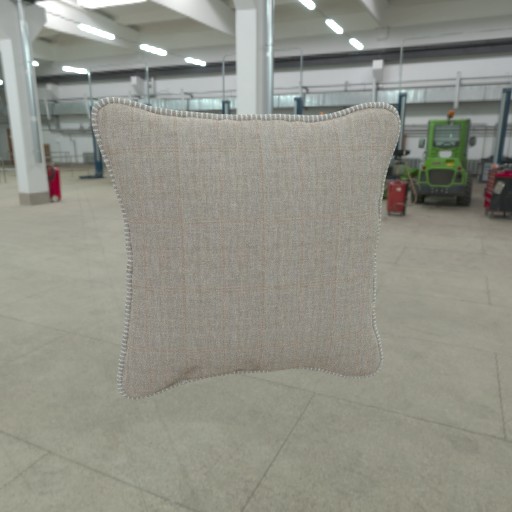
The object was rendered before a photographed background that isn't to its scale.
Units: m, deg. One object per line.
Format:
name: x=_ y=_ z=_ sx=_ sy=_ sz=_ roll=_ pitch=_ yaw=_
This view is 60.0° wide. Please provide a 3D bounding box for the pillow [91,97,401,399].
pillow: x=0.000 y=0.000 z=0.739 sx=0.485 sy=0.494 sz=0.124 roll=-3 pitch=15 yaw=-10
